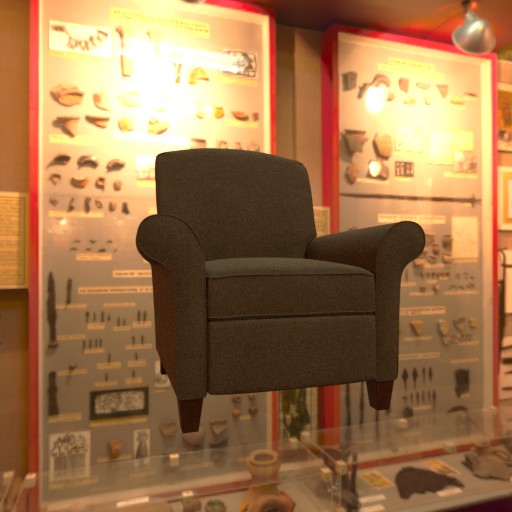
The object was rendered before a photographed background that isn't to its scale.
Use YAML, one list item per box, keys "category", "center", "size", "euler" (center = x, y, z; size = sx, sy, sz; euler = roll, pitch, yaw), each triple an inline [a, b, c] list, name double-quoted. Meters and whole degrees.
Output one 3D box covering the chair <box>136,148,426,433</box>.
- category: "chair"
  center: [0.000, 0.000, 1.817]
  size: [0.978, 1.061, 0.905]
  euler: [0, 0, -17]
